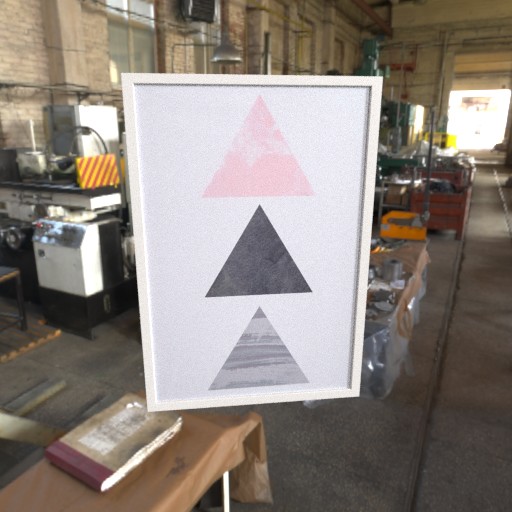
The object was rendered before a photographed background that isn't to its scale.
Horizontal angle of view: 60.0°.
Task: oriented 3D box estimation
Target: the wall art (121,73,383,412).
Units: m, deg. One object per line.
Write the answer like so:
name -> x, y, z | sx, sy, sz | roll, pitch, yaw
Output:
wall art -> 0.000, 0.000, 0.864 | 0.456, 0.656, 0.013 | -2, 16, -7
